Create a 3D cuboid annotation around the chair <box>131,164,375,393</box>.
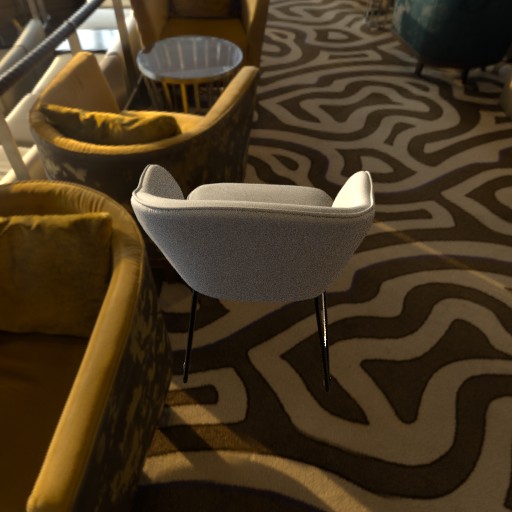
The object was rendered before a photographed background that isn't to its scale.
[{"bbox_3d":[0.000,0.000,1.228,0.570,0.817,0.592,2,46,2],"label":"chair"}]
